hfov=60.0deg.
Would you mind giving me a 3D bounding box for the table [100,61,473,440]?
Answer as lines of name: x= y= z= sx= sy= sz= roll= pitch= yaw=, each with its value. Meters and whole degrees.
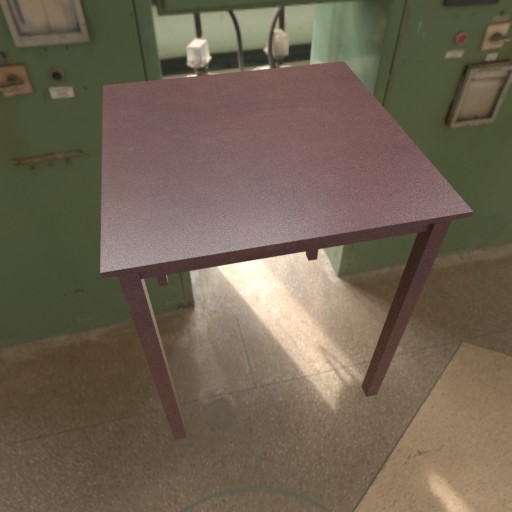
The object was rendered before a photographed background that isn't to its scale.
table: x=0.000 y=0.000 z=1.633 sx=0.861 sy=0.991 sz=0.861 roll=-9 pitch=47 yaw=-9
